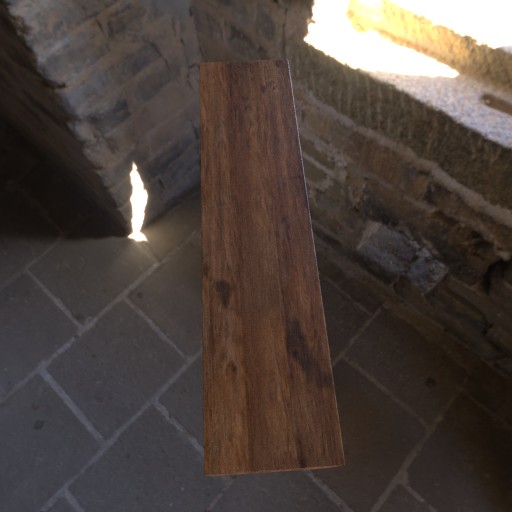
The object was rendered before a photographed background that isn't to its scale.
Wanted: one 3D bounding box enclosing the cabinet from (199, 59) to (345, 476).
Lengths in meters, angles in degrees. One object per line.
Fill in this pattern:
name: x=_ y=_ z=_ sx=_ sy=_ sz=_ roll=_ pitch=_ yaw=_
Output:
cabinet: x=0.000 y=0.000 z=1.651 sx=0.349 sy=0.528 sz=1.448 roll=-3 pitch=63 yaw=-2
